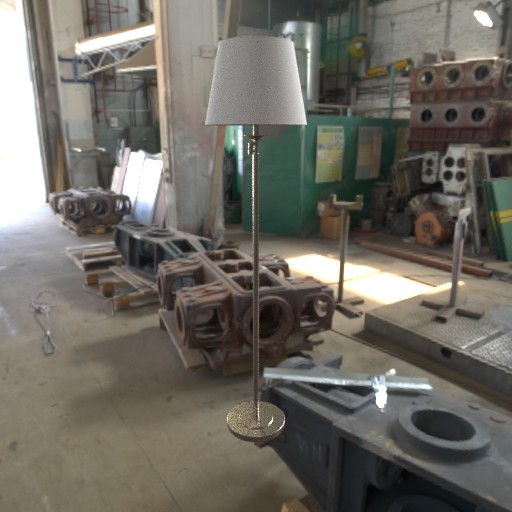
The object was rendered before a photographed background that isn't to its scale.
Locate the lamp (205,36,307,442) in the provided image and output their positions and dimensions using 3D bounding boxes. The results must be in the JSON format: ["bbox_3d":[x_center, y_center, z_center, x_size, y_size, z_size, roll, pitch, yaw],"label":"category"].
[{"bbox_3d":[0.000,0.000,1.681,0.355,1.473,0.355,0,16,0],"label":"lamp"}]
